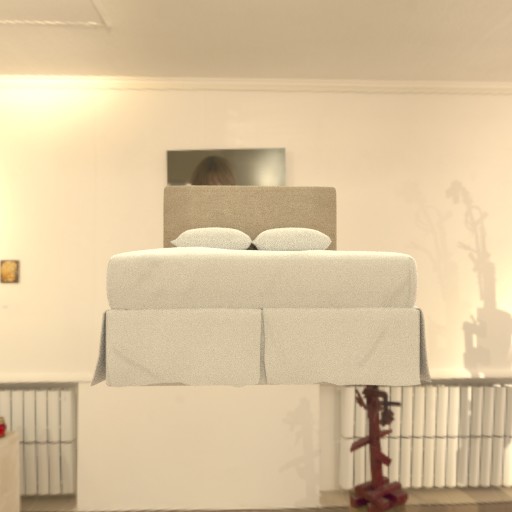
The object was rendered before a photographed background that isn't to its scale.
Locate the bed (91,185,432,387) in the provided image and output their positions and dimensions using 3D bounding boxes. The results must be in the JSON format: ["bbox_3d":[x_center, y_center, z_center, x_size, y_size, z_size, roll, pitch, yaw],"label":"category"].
[{"bbox_3d":[0.000,0.000,3.248,1.713,1.330,2.162,0,1,-2],"label":"bed"}]
